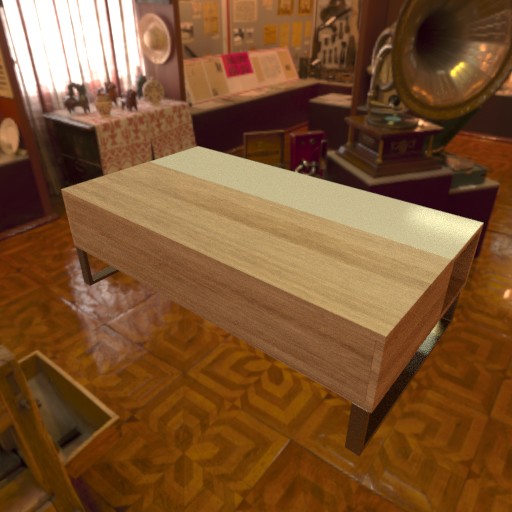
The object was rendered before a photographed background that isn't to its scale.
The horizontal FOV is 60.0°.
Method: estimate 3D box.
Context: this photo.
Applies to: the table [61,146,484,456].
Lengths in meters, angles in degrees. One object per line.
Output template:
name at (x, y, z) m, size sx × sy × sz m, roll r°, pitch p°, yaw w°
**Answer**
table at (0.000, 0.000, 1.387) m, size 1.100 × 0.350 × 0.600 m, roll 23°, pitch 37°, yaw 33°
